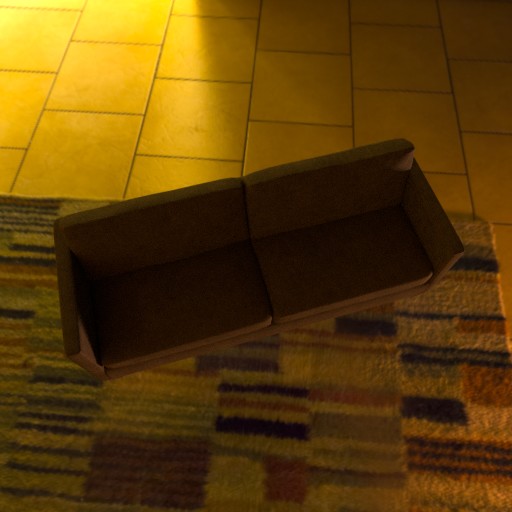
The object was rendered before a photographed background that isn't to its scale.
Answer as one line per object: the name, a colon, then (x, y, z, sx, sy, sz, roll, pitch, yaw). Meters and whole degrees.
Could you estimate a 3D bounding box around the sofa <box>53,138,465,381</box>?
sofa: (0.000, 0.000, 2.983, 2.434, 0.965, 0.951, -14, 64, -7)
